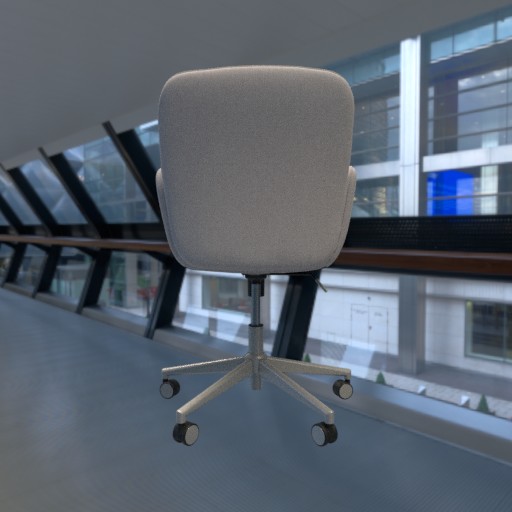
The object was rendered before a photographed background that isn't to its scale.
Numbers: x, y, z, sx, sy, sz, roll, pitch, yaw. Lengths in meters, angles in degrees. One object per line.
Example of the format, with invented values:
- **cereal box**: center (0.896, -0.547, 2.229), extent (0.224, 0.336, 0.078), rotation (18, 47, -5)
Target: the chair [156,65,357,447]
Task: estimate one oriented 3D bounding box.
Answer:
- **chair**: center (0.000, 0.000, 1.404), extent (0.648, 0.959, 0.633), rotation (0, 2, 1)
